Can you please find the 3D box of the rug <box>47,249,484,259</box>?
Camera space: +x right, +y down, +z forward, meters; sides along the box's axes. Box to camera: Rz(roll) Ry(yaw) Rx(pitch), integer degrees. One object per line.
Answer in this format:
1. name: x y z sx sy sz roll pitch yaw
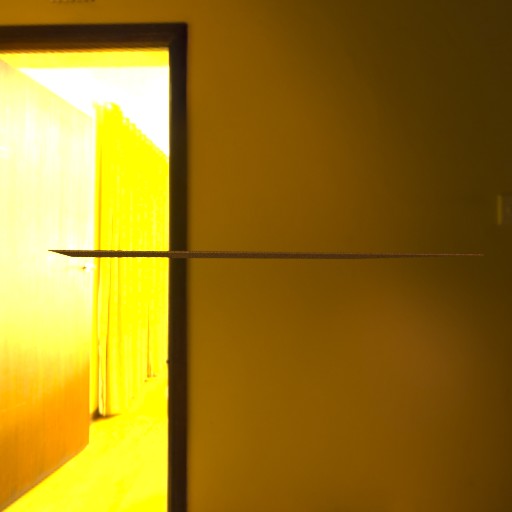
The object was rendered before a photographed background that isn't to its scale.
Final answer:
1. rug: 0.000 0.000 3.029 2.438 0.008 1.523 0 -1 -19
